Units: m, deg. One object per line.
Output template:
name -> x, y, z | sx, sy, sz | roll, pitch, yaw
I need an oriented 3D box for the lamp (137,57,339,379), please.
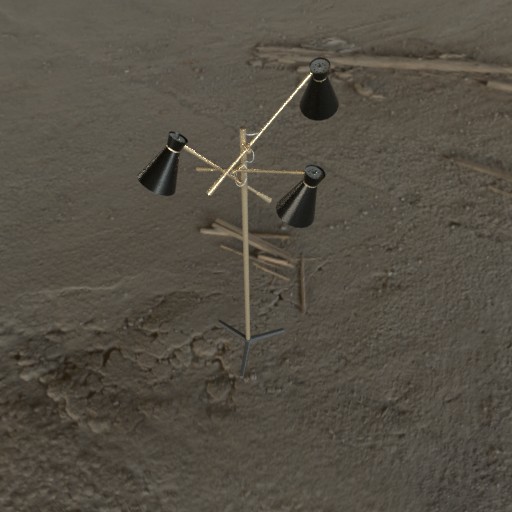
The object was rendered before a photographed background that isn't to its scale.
lamp -> 0.000, 0.000, 2.158 | 0.653, 1.804, 0.750 | 31, 55, 25
